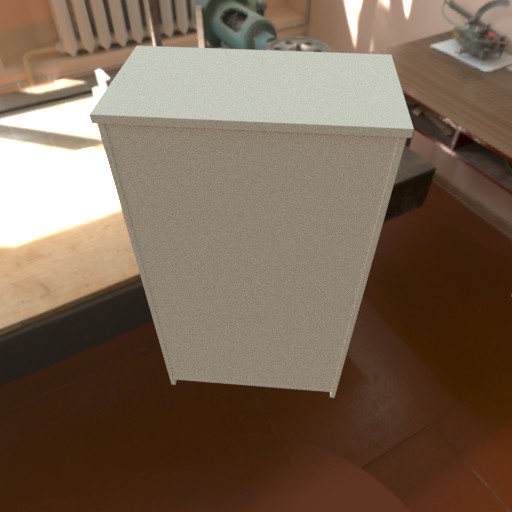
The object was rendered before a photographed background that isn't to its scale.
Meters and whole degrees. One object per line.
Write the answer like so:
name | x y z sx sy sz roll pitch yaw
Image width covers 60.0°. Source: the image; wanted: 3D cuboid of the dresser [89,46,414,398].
dresser | 0.000 0.000 1.546 0.704 1.255 0.399 4 46 3
